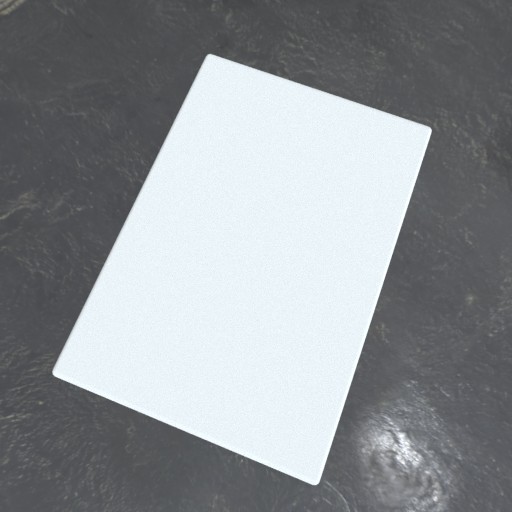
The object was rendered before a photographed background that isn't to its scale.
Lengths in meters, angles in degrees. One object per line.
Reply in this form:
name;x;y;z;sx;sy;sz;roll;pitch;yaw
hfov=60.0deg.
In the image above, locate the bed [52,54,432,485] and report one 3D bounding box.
bed;0.000;0.000;2.539;1.348;0.616;1.927;21;76;5
